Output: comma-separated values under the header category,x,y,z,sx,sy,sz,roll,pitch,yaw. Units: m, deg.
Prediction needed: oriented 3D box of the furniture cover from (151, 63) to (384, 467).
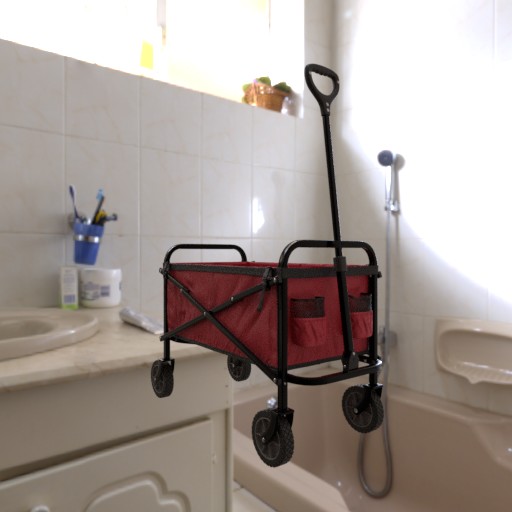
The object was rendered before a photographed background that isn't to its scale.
category,x,y,z,sx,sy,sz,roll,pitch,yaw
furniture cover,0.000,0.000,1.807,0.532,1.295,1.038,0,1,-37
